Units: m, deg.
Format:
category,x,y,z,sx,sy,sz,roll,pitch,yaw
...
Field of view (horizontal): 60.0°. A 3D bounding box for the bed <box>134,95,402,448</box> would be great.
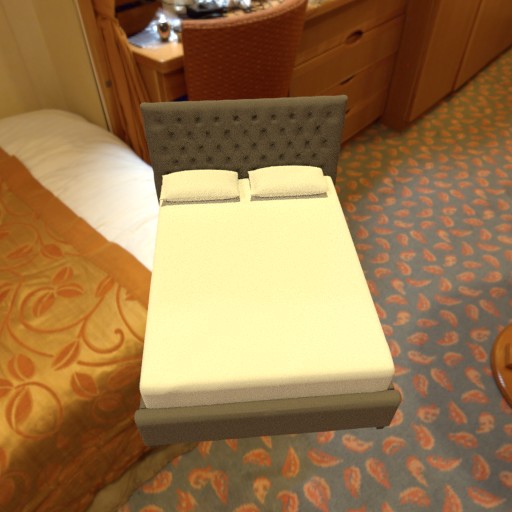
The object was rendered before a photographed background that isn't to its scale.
category,x,y,z,sx,sy,sz,roll,pitch,yaw
bed,0.000,0.000,3.335,1.696,1.426,2.233,-3,46,-3
